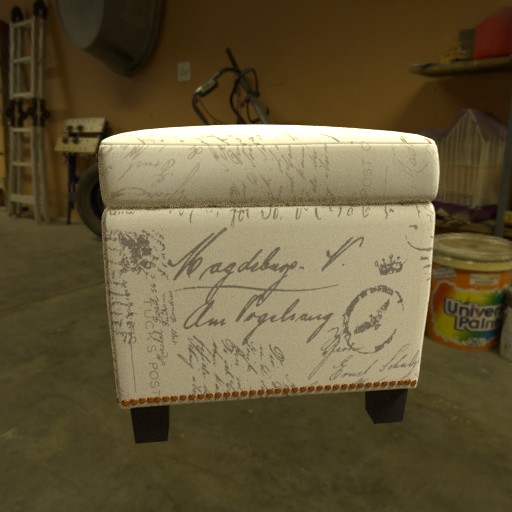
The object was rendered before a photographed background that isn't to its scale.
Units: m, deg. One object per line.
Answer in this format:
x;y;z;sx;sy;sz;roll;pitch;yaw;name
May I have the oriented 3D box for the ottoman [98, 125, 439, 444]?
0.000;0.000;0.809;0.450;0.457;0.449;-2;15;-7;ottoman
